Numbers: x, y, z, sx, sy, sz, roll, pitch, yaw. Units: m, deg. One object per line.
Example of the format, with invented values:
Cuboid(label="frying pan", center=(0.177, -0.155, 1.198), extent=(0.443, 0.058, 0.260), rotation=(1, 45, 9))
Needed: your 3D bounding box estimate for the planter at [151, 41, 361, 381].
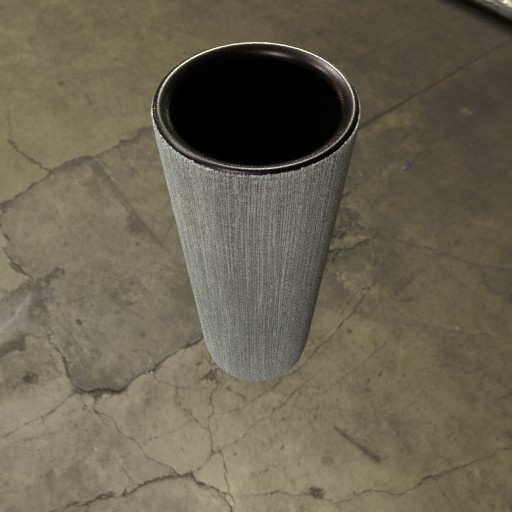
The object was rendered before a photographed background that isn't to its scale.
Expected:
Cuboid(label="planter", center=(0.000, 0.000, 0.323), extent=(0.100, 0.270, 0.100), rotation=(-33, 62, -20))
